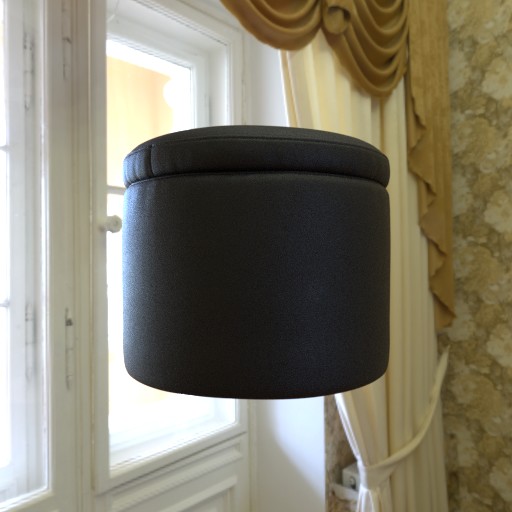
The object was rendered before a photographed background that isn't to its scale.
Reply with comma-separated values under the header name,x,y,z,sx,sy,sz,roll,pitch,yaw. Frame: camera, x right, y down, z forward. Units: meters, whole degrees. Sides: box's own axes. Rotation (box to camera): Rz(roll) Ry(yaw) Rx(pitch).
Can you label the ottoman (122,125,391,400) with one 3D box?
name,x,y,z,sx,sy,sz,roll,pitch,yaw
ottoman,0.000,0.000,0.864,0.501,0.409,0.501,0,0,0
